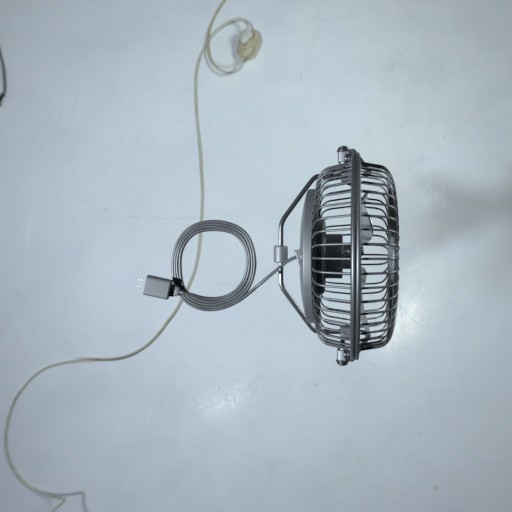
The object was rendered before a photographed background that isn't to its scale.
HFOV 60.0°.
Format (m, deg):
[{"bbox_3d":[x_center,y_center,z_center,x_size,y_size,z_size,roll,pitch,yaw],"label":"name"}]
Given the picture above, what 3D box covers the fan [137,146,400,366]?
[{"bbox_3d":[0.000,0.000,0.309,0.202,0.152,0.153,0,91,0],"label":"fan"}]
